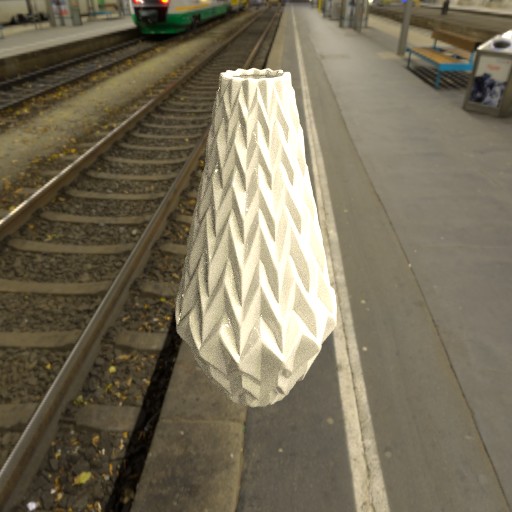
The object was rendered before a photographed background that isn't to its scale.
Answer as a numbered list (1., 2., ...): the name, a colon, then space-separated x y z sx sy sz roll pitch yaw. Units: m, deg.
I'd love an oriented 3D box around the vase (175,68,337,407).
1. vase: 0.000 0.000 0.426 0.167 0.328 0.167 0 31 0
